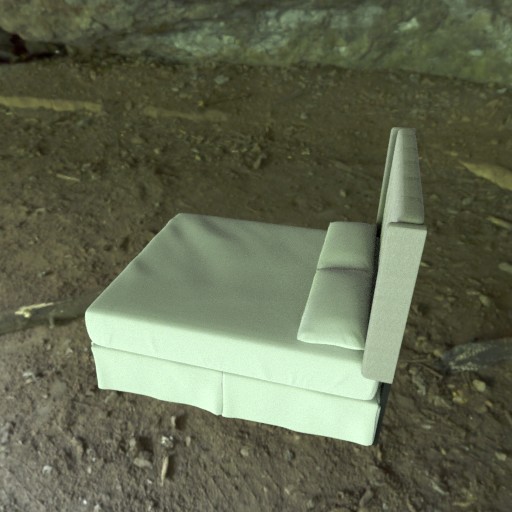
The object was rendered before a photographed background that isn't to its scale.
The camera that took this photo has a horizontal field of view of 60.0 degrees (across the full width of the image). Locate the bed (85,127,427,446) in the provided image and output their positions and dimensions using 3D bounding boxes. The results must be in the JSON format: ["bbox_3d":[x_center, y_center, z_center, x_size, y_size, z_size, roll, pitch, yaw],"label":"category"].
[{"bbox_3d":[0.000,0.000,3.333,2.066,1.665,1.719,8,33,13],"label":"bed"}]
